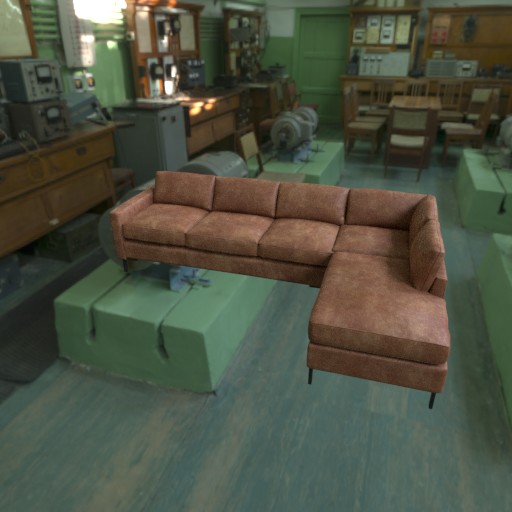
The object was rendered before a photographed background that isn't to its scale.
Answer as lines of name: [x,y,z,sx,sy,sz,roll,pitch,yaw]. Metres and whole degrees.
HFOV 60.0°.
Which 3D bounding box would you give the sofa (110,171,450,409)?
sofa: [0.000,0.000,3.811,2.984,0.877,1.938,8,28,15]
